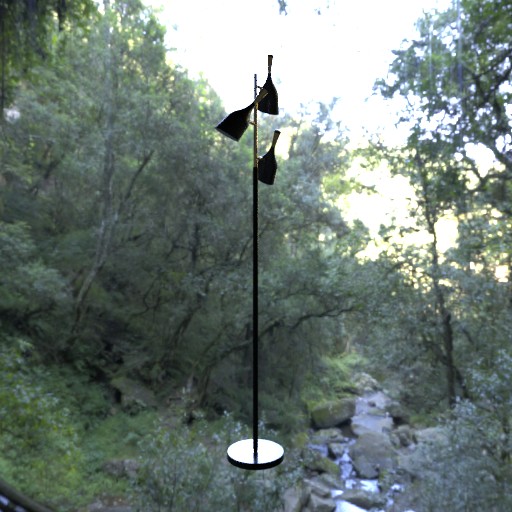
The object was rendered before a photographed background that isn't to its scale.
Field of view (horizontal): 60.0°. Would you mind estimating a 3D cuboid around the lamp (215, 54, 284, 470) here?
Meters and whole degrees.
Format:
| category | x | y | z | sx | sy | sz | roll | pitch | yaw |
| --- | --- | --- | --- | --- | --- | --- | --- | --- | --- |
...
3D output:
| category | x | y | z | sx | sy | sz | roll | pitch | yaw |
| --- | --- | --- | --- | --- | --- | --- | --- | --- | --- |
| lamp | 0.000 | 0.000 | 1.970 | 0.253 | 1.778 | 0.434 | 0 | -1 | 34 |
